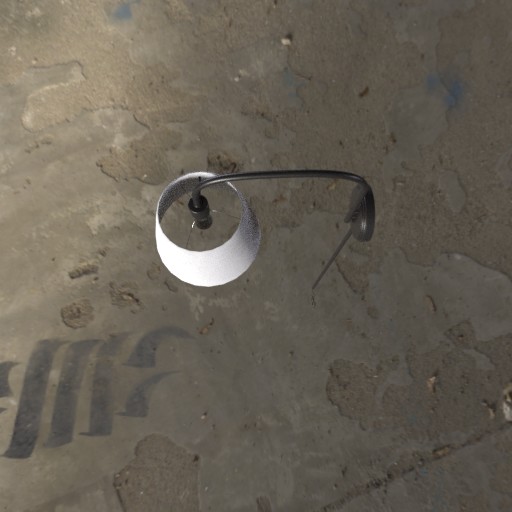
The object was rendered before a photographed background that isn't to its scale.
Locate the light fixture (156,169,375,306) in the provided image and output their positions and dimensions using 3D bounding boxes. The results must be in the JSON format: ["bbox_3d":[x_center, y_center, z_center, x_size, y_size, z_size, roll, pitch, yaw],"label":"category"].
[{"bbox_3d":[0.000,0.000,0.467,0.176,0.399,0.092,-2,75,-1],"label":"light fixture"}]
